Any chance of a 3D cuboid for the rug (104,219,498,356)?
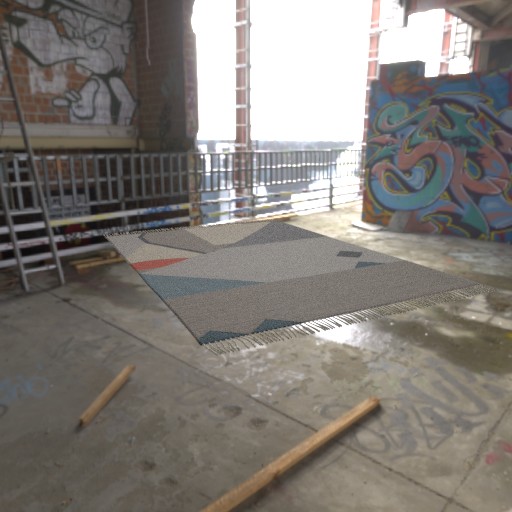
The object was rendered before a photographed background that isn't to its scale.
[{"bbox_3d":[0.000,0.000,2.259,1.220,0.005,1.828,-7,16,-26],"label":"rug"}]
